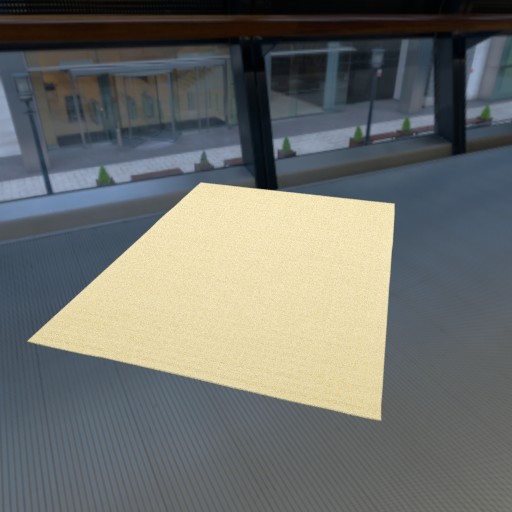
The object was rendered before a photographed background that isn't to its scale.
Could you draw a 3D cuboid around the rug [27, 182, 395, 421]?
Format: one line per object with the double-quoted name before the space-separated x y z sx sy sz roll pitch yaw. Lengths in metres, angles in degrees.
"rug" 0.000 0.000 4.166 2.452 0.016 3.204 9 32 14
